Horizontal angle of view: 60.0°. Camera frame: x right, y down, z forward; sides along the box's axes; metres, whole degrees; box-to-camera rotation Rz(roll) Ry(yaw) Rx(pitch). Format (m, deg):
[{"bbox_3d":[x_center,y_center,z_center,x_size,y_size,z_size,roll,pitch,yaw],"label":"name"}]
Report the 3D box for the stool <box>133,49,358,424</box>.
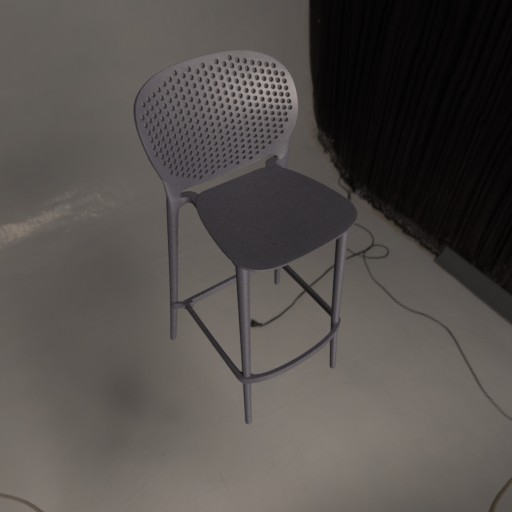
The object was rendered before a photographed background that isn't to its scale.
[{"bbox_3d":[0.000,0.000,1.376,0.536,1.045,0.535,-26,52,-22],"label":"stool"}]
